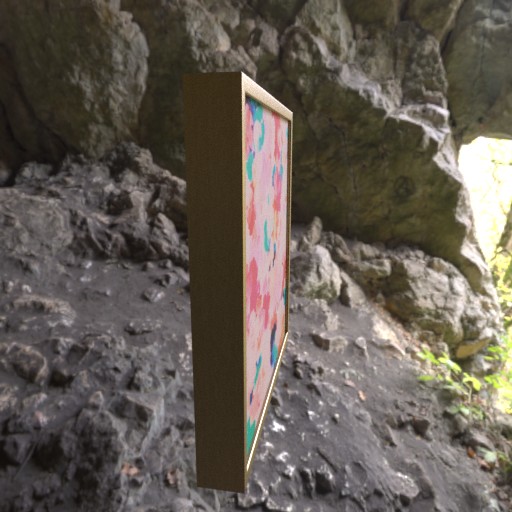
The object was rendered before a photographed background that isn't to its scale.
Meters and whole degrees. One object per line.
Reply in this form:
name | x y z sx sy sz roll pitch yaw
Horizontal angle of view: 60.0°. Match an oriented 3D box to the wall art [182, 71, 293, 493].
wall art | 0.000 0.000 0.456 0.038 0.305 0.304 2 13 10
